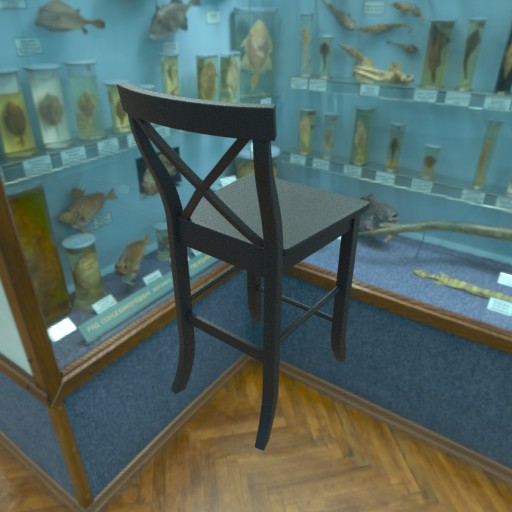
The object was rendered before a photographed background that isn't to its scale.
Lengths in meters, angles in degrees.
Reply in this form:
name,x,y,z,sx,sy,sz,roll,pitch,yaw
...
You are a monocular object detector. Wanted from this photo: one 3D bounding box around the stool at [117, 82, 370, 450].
name,x,y,z,sx,sy,sz,roll,pitch,yaw
stool,0.000,0.000,1.321,0.452,0.989,0.559,21,36,32
